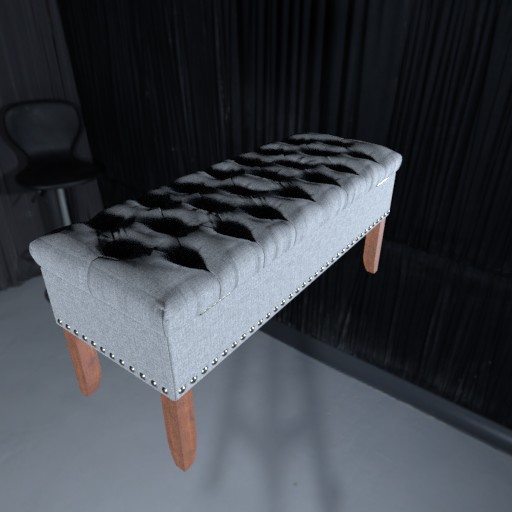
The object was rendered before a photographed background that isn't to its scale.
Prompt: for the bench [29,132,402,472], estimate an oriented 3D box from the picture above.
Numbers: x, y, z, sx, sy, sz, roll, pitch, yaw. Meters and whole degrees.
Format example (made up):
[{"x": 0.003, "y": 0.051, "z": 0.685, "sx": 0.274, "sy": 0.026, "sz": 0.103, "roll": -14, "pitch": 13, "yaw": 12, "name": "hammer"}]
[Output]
[{"x": 0.000, "y": 0.000, "z": 1.280, "sx": 0.417, "sy": 0.470, "sz": 1.052, "roll": 21, "pitch": 36, "yaw": 31, "name": "bench"}]
